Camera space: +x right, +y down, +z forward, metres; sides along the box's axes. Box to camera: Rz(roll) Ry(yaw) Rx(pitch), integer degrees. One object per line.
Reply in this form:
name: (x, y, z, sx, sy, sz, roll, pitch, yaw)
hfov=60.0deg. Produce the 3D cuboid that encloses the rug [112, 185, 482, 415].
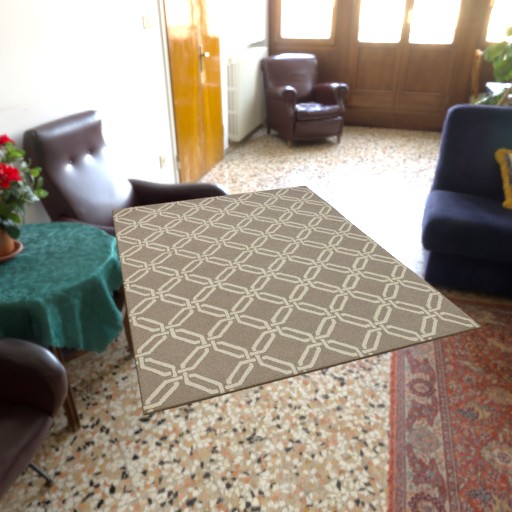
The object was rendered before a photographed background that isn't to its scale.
rug: (0.000, 0.000, 3.905, 2.288, 0.018, 2.895, -10, 31, -17)
